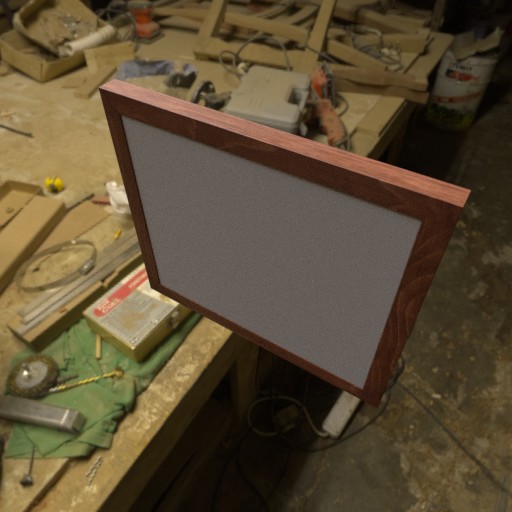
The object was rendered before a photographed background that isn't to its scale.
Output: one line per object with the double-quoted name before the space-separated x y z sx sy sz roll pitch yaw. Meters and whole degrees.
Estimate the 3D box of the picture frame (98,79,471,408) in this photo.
"picture frame" 0.000 0.000 0.527 0.381 0.330 0.025 24 50 22
